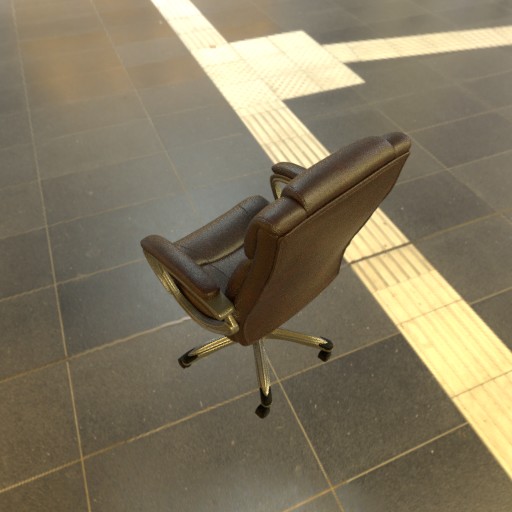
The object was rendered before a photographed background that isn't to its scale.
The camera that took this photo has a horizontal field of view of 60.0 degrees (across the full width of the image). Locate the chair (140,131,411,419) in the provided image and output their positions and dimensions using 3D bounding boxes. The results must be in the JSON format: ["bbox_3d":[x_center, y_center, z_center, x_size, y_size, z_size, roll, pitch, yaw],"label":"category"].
[{"bbox_3d":[0.000,0.000,1.576,0.656,1.128,0.692,-34,56,-27],"label":"chair"}]
